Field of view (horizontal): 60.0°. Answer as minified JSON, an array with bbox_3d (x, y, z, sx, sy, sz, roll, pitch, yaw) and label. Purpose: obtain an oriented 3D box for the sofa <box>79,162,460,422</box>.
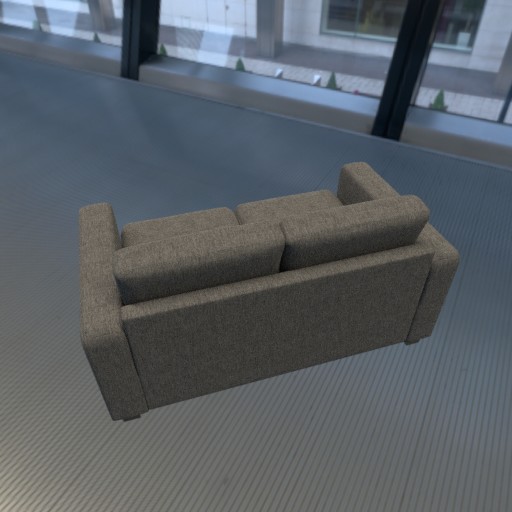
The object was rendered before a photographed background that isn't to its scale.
[{"bbox_3d":[0.000,0.000,2.068,1.520,0.800,0.900,-11,41,-13],"label":"sofa"}]
